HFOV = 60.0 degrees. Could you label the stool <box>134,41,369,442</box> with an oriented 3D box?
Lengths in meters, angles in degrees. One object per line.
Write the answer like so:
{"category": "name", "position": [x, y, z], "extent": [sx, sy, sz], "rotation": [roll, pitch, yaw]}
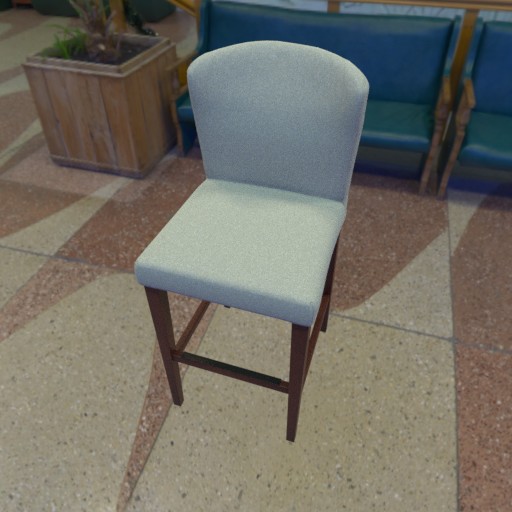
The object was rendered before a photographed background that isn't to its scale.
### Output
{"category": "stool", "position": [0.000, 0.000, 1.336], "extent": [0.479, 1.069, 0.568], "rotation": [12, 42, 14]}
